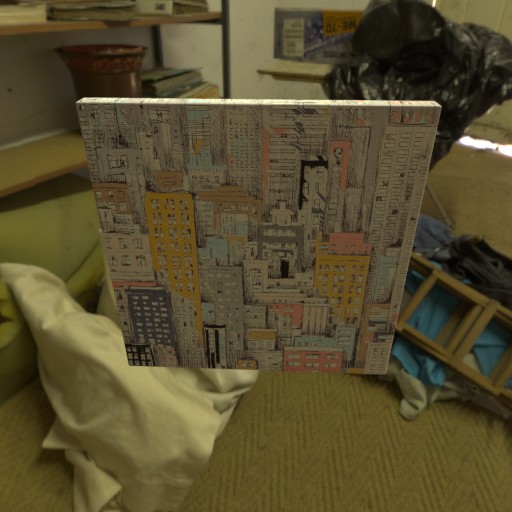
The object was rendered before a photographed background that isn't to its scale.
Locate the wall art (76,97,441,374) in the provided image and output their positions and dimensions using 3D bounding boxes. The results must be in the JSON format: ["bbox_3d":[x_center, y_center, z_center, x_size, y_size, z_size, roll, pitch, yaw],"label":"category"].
[{"bbox_3d":[0.000,0.000,0.903,0.607,0.608,0.038,1,31,2],"label":"wall art"}]
